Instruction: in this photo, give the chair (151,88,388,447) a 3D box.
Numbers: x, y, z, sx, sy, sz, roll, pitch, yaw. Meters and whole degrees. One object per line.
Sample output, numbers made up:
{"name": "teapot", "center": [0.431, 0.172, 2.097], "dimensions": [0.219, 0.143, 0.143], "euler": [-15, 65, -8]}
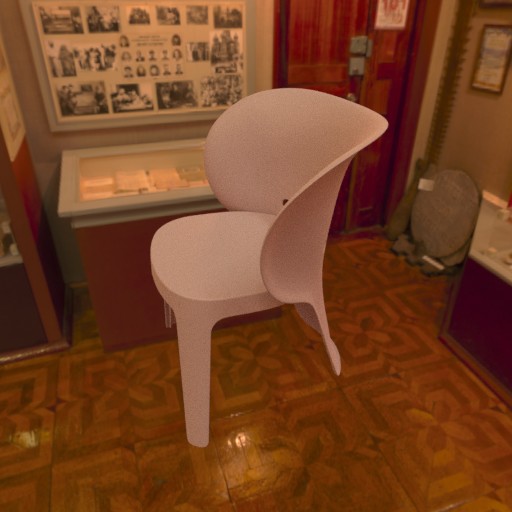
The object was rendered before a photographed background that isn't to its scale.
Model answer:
{"name": "chair", "center": [0.000, 0.000, 0.869], "dimensions": [0.402, 0.554, 0.451], "euler": [-9, 32, -14]}
